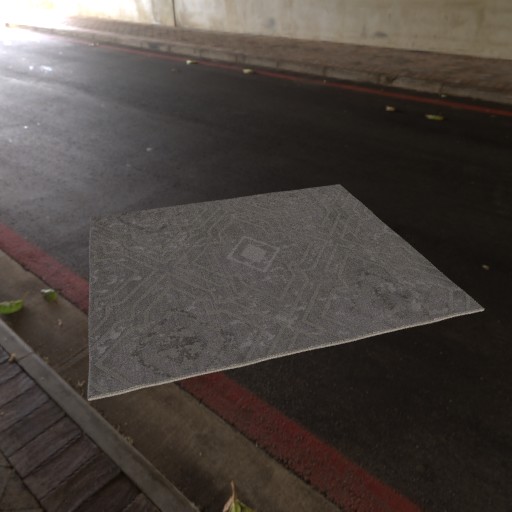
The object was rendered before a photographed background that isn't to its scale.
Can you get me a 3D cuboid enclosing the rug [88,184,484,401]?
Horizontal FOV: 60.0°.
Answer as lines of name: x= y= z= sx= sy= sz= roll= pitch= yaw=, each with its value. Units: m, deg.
rug: x=0.000 y=0.000 z=0.887 sx=0.639 sy=0.006 sz=0.548 roll=-9 pitch=34 yaw=-14
